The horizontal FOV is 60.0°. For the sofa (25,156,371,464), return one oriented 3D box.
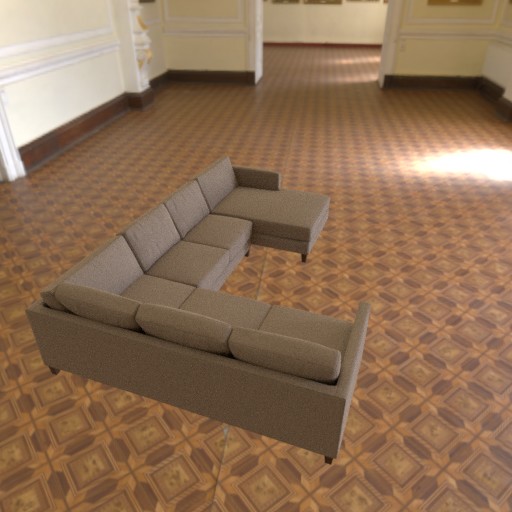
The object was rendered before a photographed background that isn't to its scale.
[{"bbox_3d":[0.000,0.000,4.439,2.424,0.865,3.438,11,33,17],"label":"sofa"}]
